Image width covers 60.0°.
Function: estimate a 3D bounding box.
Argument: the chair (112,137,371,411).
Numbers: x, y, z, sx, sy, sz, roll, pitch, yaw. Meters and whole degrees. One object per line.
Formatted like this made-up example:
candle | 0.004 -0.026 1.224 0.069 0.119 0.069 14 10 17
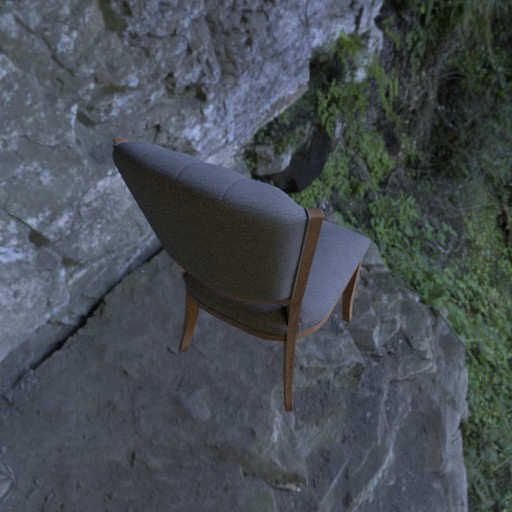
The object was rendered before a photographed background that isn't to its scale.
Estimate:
chair | 0.000 0.000 1.276 0.513 0.905 0.584 23 50 21
